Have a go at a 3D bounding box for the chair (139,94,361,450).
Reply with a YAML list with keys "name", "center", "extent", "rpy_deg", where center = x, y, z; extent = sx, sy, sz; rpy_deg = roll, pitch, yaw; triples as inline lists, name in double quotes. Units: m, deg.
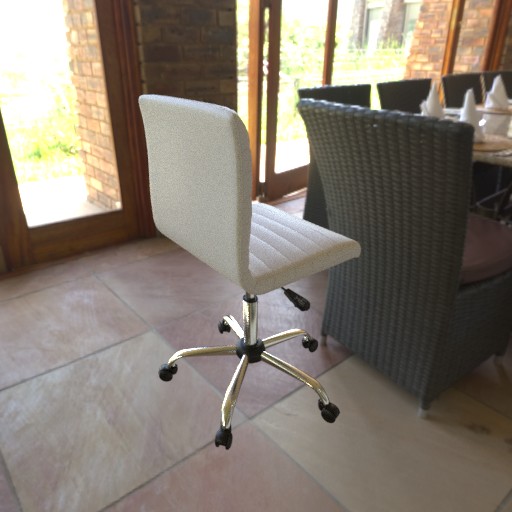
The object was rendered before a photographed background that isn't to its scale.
- name: "chair"
  center: [0.000, 0.000, 1.088]
  extent: [0.455, 0.750, 0.520]
  rpy_deg: [-17, 30, -32]
